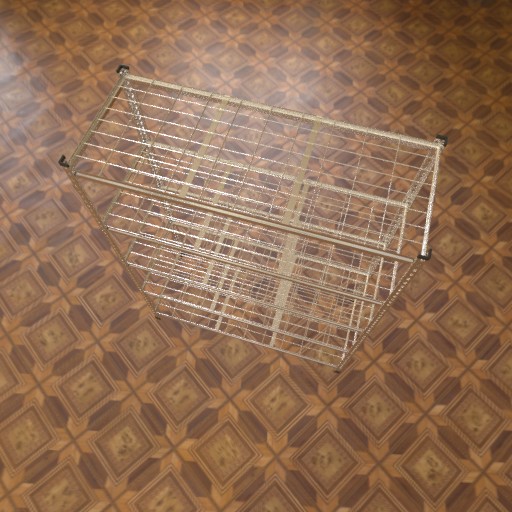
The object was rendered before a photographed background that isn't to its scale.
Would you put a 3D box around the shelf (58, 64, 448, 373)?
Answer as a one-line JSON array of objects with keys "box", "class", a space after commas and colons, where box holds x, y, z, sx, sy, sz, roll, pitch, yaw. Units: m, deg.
[{"box": [0.000, 0.000, 2.737, 1.524, 1.981, 0.610, 15, 64, 8], "class": "shelf"}]
